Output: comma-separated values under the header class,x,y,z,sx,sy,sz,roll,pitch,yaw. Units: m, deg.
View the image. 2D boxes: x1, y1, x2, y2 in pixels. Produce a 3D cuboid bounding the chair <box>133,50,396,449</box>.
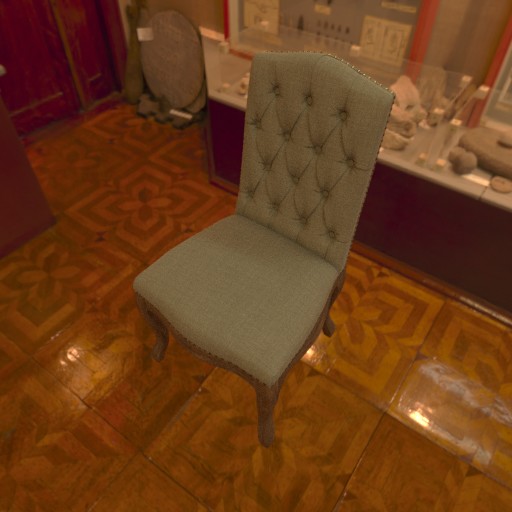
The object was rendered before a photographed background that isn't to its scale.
class,x,y,z,sx,sy,sz,roll,pitch,yaw
chair,0.000,0.000,1.568,0.637,1.191,0.731,30,54,25
